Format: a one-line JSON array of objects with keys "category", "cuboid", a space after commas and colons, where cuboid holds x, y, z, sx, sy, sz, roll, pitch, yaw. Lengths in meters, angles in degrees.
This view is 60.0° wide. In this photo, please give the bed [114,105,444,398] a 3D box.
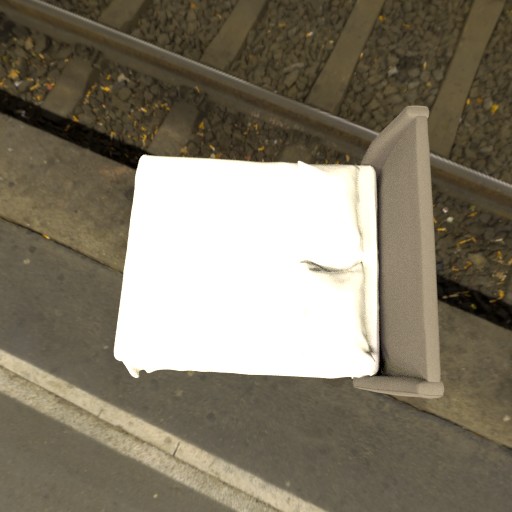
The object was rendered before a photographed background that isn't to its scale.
[{"category": "bed", "cuboid": [0.000, 0.000, 3.412, 2.276, 1.332, 1.925, 3, 75, 1]}]
